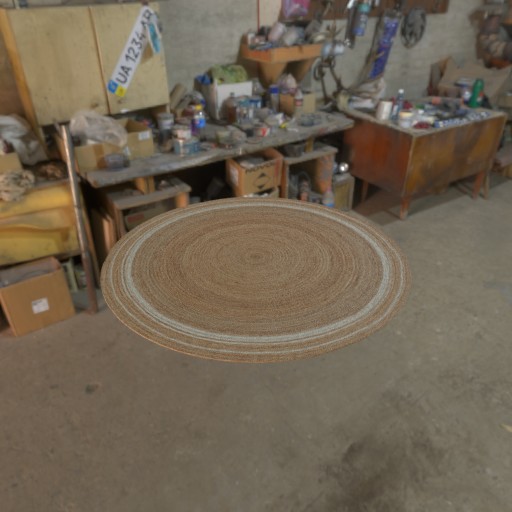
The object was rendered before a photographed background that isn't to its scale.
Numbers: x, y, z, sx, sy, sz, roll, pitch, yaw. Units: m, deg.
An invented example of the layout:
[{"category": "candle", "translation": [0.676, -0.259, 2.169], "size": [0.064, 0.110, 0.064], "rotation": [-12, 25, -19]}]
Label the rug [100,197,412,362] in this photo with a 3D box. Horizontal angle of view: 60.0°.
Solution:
[{"category": "rug", "translation": [0.000, 0.000, 3.644], "size": [2.444, 0.015, 2.444], "rotation": [0, 30, 0]}]
